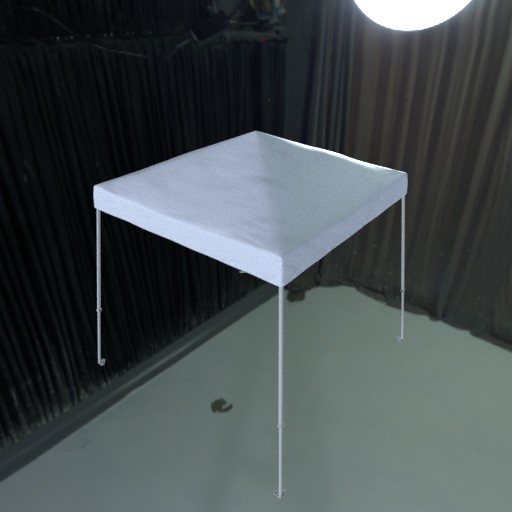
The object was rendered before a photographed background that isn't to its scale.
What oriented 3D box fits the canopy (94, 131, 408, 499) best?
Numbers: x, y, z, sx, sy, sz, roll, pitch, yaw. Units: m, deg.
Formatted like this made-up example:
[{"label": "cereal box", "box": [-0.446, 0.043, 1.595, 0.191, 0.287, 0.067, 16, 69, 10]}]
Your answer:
[{"label": "canopy", "box": [0.000, 0.000, 6.433, 3.600, 3.600, 3.599, 22, 36, 33]}]
